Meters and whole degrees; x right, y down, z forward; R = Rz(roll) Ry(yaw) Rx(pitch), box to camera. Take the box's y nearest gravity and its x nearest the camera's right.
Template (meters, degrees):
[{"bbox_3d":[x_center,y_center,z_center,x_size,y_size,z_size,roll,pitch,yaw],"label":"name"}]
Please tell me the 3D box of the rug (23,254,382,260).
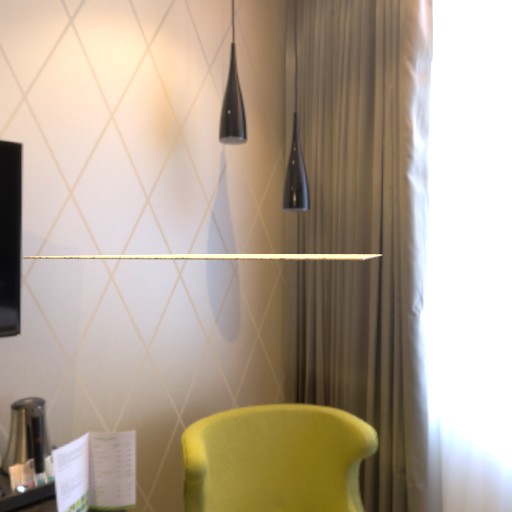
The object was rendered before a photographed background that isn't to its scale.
[{"bbox_3d":[0.000,0.000,2.305,1.211,0.007,1.827,0,1,18],"label":"rug"}]
